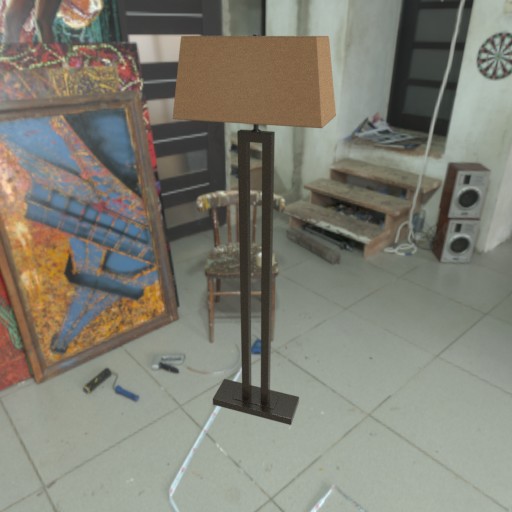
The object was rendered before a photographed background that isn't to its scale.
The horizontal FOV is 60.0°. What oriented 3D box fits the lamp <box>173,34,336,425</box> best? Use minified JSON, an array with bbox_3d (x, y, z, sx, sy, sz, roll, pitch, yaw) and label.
[{"bbox_3d":[0.000,0.000,1.644,0.475,1.469,0.233,9,28,17],"label":"lamp"}]
